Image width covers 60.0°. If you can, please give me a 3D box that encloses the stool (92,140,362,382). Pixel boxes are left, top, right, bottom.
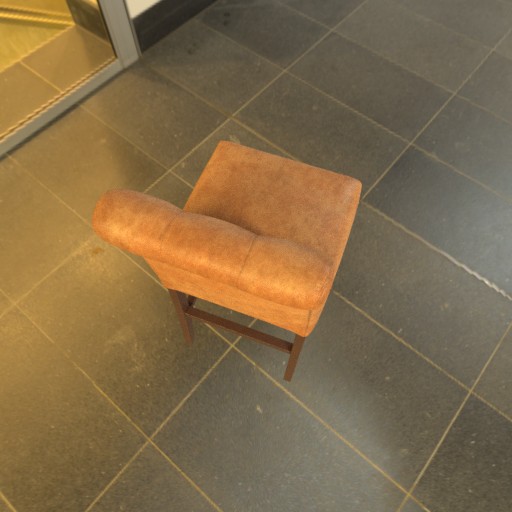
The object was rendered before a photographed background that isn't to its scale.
[{"bbox_3d":[0.000,0.000,1.358,0.493,1.047,0.601,18,64,9],"label":"stool"}]
